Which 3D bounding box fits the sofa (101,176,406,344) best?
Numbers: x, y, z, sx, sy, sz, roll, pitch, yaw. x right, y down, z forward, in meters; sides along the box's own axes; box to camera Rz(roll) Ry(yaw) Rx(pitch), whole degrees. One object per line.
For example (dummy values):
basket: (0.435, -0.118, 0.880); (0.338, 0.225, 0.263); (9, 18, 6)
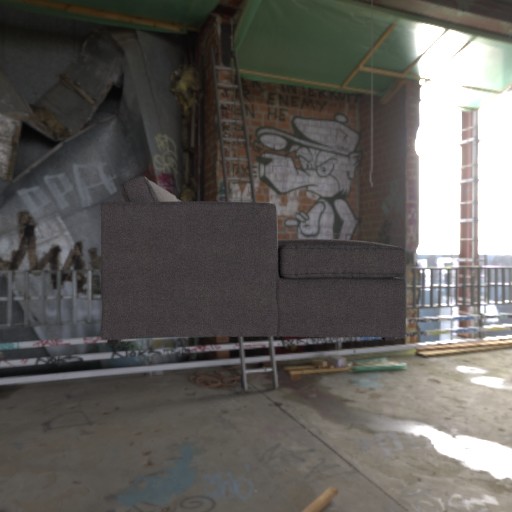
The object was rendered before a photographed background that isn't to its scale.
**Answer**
sofa: (0.000, 0.000, 3.875); (1.650, 0.922, 3.205); (0, 0, 0)
